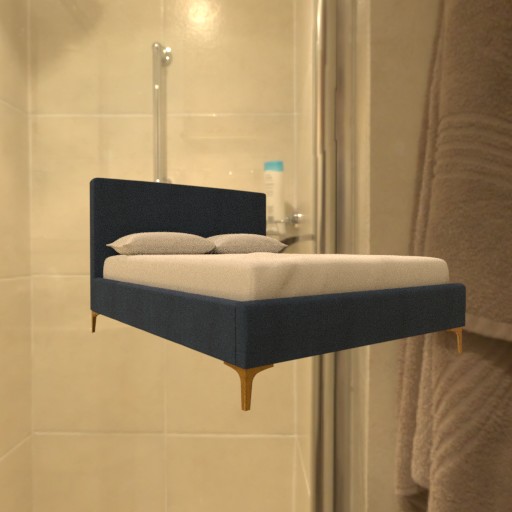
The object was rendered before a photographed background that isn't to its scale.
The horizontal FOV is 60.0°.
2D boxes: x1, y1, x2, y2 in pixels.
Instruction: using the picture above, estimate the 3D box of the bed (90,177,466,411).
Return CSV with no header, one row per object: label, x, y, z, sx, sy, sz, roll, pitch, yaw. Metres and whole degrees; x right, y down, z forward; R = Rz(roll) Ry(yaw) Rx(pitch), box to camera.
bed,0.000,0.000,3.164,1.723,1.231,2.172,-1,1,-36
